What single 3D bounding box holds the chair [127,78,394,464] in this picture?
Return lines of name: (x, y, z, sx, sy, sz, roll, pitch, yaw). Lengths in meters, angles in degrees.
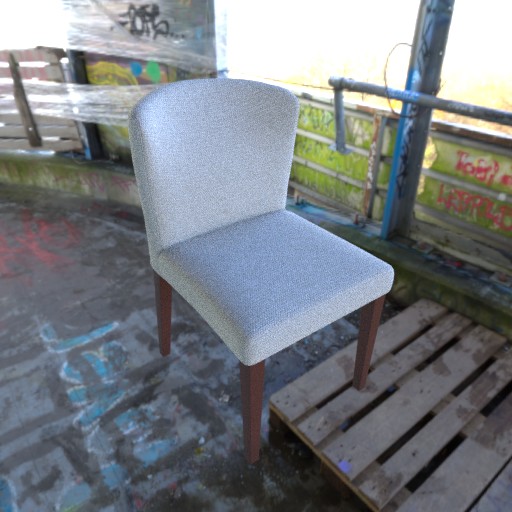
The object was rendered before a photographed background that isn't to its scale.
chair: (0.000, 0.000, 1.215, 0.491, 0.839, 0.589, -21, 37, -31)
